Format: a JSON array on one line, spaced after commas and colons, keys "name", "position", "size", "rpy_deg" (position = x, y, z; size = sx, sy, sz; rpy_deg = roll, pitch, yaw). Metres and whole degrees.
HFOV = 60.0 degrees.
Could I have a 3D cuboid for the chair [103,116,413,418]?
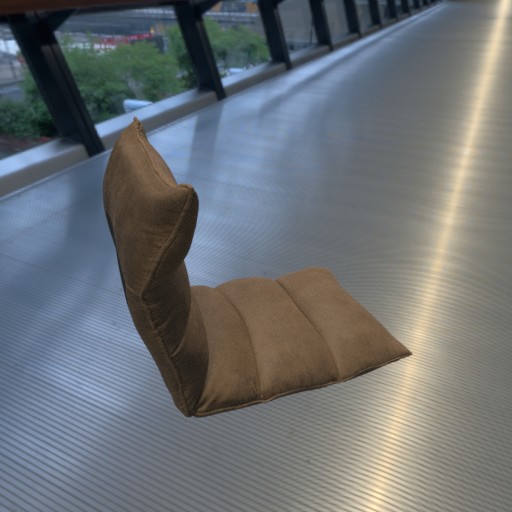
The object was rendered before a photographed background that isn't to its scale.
[{"name": "chair", "position": [0.000, 0.000, 1.617], "size": [0.985, 0.892, 0.714], "rpy_deg": [-10, 33, -17]}]
